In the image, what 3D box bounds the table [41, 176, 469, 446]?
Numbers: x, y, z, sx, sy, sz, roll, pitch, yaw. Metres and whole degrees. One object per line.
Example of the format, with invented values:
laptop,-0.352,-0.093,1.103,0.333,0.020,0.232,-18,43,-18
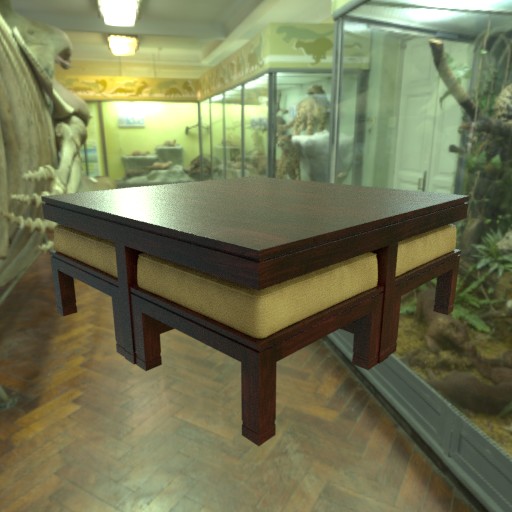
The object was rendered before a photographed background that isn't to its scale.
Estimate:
table,0.000,0.000,1.313,0.865,0.356,0.865,15,21,43
